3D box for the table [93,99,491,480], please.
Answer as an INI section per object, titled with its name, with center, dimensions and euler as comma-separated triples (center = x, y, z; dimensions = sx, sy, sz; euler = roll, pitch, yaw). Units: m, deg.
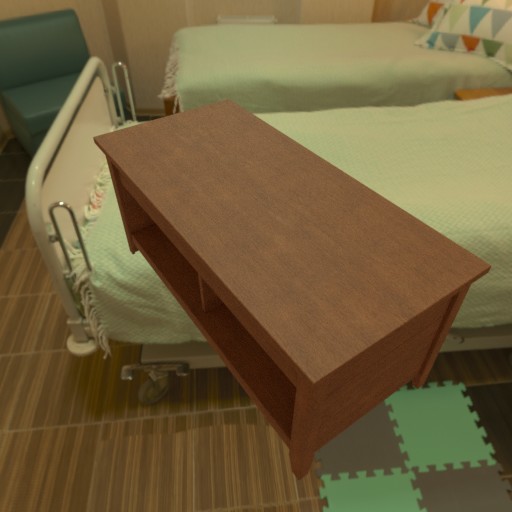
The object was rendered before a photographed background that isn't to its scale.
[table]
center = 0.000, 0.000, 1.277
dimensions = 0.483, 0.457, 1.016
euler = -25, 48, -25
